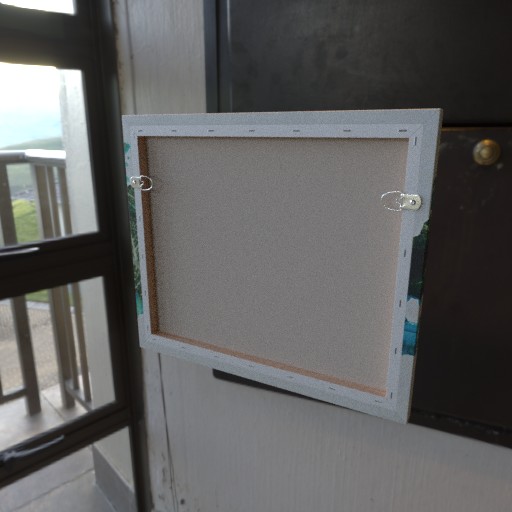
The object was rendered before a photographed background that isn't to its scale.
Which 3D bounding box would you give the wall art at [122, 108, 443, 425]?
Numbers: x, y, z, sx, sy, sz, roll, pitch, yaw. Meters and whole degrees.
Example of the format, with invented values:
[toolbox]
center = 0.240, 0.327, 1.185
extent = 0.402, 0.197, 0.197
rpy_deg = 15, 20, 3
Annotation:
[wall art]
center = 0.000, 0.000, 0.991
extent = 0.711, 0.610, 0.043
rpy_deg = 8, 18, 27
